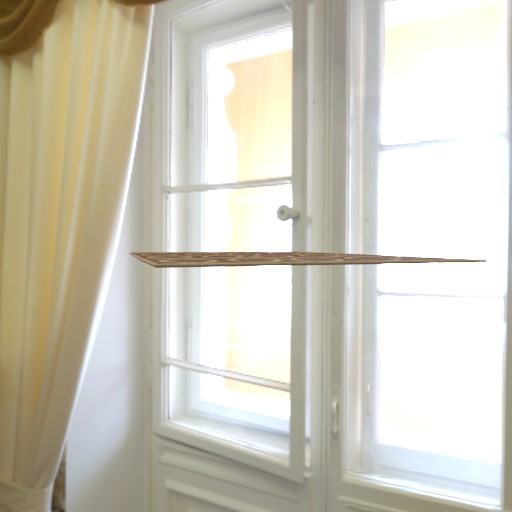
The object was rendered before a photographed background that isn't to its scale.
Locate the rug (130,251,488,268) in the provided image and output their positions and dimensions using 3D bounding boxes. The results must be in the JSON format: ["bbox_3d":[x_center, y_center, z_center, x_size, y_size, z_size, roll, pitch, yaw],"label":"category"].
[{"bbox_3d":[0.000,0.000,2.908,1.528,0.014,2.294,-1,2,-18],"label":"rug"}]
